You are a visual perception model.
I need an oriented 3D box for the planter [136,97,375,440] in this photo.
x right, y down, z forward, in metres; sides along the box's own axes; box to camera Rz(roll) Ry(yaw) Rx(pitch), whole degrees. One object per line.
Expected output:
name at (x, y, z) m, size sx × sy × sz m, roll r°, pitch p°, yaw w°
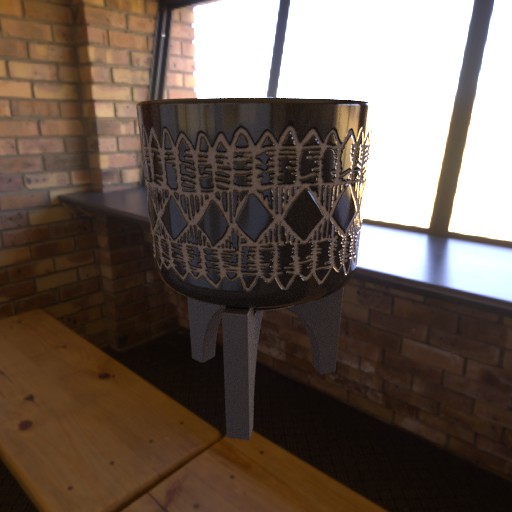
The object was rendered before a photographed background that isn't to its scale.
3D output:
planter at (0.000, 0.000, 0.272) m, size 0.129 × 0.177 × 0.129 m, roll 0°, pitch 17°, yaw 0°
